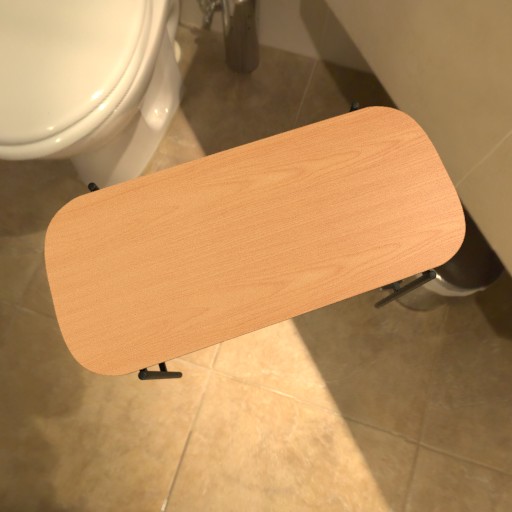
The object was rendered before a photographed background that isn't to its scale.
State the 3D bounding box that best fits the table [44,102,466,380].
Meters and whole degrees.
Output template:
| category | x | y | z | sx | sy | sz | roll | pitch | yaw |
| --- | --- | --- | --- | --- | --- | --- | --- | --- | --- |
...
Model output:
| category | x | y | z | sx | sy | sz | roll | pitch | yaw |
| --- | --- | --- | --- | --- | --- | --- | --- | --- | --- |
| table | 0.000 | 0.000 | 1.047 | 0.800 | 0.400 | 0.400 | -18 | 76 | -5 |
